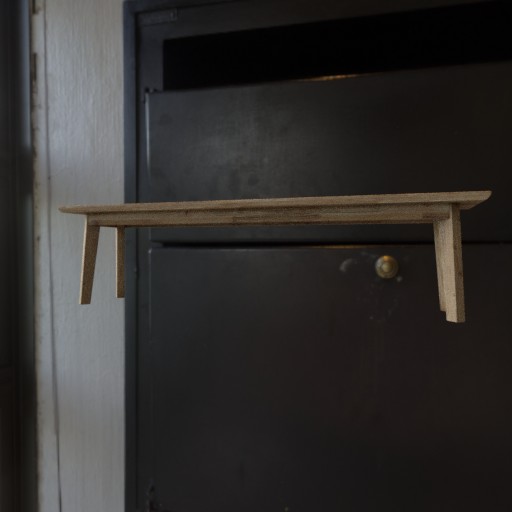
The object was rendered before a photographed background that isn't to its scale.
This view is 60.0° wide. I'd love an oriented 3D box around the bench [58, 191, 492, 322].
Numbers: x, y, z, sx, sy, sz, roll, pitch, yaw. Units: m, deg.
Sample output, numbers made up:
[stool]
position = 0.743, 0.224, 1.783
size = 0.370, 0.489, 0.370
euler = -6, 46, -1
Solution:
[bench]
position = 0.000, 0.000, 1.855
size = 1.698, 0.431, 0.378
euler = 0, 1, 18
